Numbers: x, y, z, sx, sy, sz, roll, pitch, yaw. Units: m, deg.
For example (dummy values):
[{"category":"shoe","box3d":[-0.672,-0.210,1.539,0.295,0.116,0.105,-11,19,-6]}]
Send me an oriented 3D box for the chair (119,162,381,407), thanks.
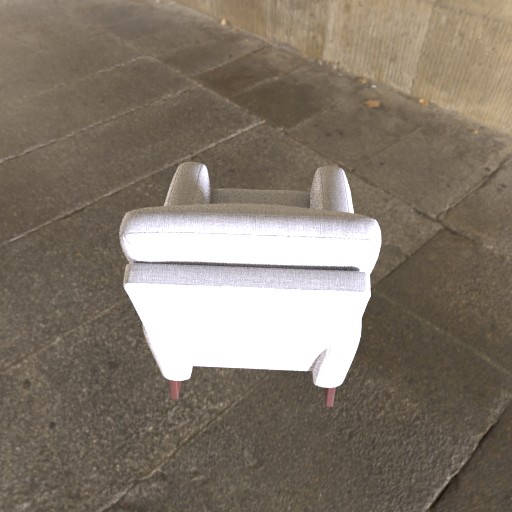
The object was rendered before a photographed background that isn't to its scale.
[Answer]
[{"category":"chair","box3d":[0.000,0.000,1.677,0.762,0.990,0.990,2,46,2]}]
